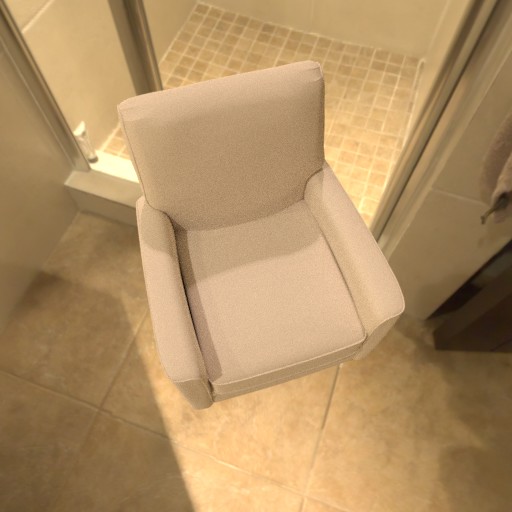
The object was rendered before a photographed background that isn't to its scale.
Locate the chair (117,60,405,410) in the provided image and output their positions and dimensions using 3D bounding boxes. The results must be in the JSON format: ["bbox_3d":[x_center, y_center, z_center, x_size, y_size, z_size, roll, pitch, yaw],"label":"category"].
[{"bbox_3d":[0.000,0.000,1.672,0.841,1.028,0.858,-15,63,-8],"label":"chair"}]
